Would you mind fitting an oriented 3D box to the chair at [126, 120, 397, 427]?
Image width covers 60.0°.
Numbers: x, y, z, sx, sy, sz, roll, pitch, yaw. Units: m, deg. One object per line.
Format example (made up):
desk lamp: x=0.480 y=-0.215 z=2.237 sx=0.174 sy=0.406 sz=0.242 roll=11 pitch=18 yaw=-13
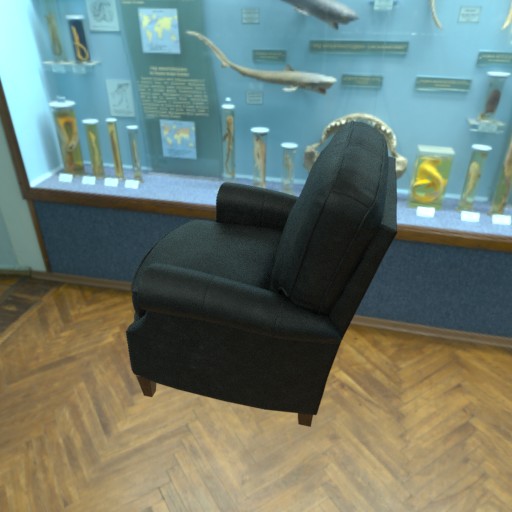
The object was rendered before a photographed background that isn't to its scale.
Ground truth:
chair: x=0.000 y=0.000 z=1.780 sx=0.986 sy=1.018 sz=0.936 roll=8 pitch=31 yaw=13
